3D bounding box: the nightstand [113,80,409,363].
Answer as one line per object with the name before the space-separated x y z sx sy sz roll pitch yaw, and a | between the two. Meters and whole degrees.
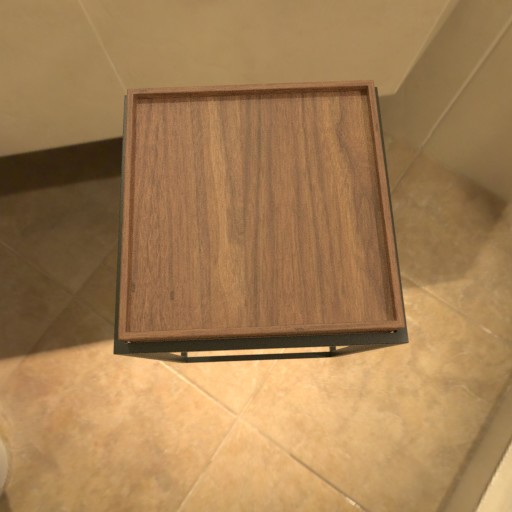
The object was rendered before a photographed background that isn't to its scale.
nightstand | 0.000 0.000 0.900 0.397 0.607 0.397 -2 75 -1
